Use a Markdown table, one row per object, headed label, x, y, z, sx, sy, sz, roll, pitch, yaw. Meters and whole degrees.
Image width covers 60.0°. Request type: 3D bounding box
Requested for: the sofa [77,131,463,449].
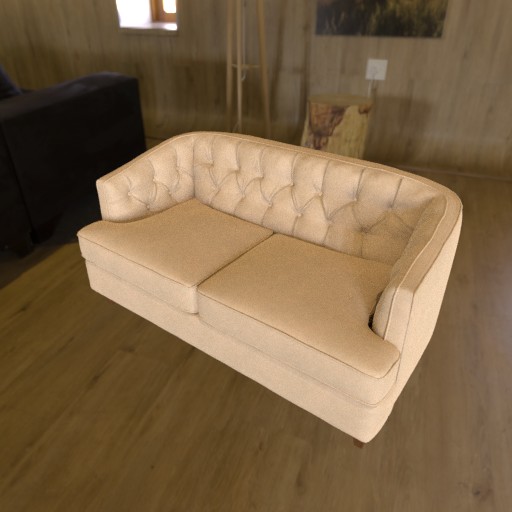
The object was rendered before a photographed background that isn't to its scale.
| label | x | y | z | sx | sy | sz | roll | pitch | yaw |
| --- | --- | --- | --- | --- | --- | --- | --- | --- | --- |
| sofa | 0.000 | 0.000 | 2.226 | 1.731 | 0.878 | 0.940 | 21 | 37 | 31 |
